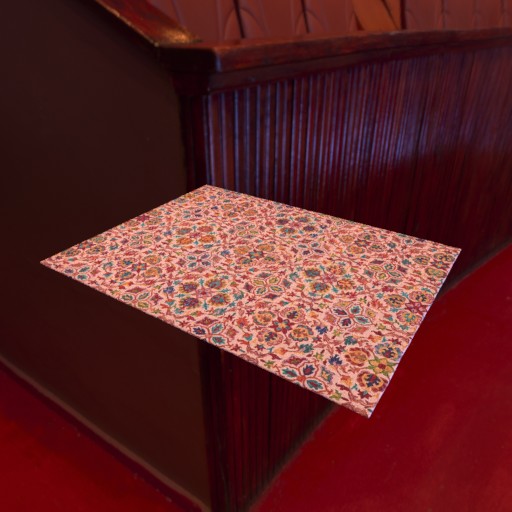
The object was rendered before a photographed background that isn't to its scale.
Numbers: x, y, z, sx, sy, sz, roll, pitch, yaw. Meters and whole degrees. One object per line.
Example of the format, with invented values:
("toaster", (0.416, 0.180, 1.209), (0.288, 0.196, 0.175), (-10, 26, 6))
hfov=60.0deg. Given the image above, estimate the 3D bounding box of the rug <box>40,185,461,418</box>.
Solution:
("rug", (0.000, 0.000, 4.237), (3.215, 0.020, 2.446), (18, 34, 29))
